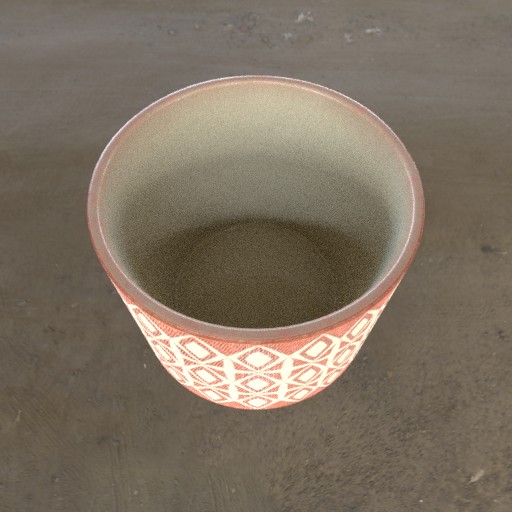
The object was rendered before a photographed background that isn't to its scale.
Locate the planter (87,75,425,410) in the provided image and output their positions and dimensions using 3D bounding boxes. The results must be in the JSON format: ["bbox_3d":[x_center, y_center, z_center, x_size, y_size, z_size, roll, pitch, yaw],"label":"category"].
[{"bbox_3d":[0.000,0.000,0.464,0.273,0.237,0.273,0,59,0],"label":"planter"}]
